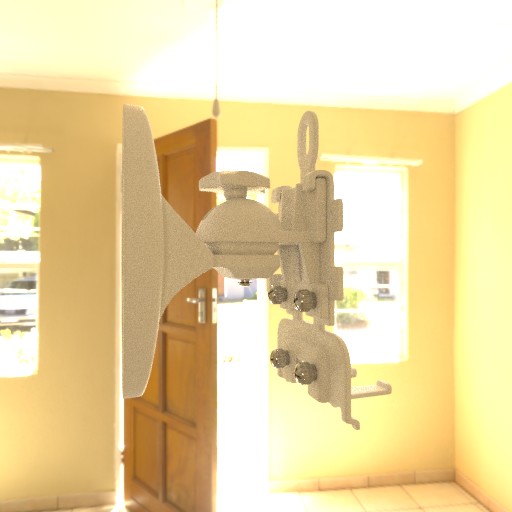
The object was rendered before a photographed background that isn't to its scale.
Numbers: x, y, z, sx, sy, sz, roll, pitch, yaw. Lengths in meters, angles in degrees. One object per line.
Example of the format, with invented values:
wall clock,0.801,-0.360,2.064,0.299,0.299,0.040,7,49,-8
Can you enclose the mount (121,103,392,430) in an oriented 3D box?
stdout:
mount,0.000,0.000,0.173,0.100,0.118,0.066,0,-1,-18
